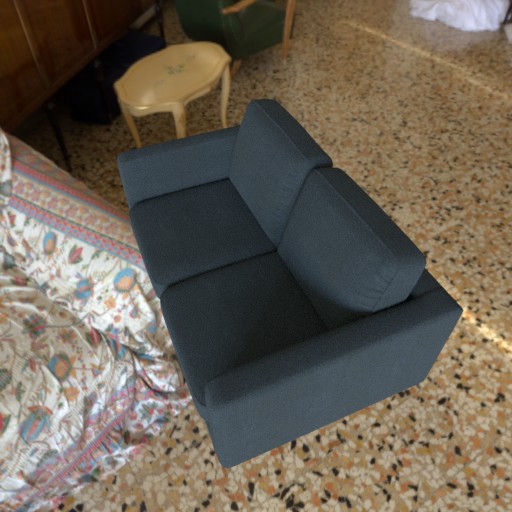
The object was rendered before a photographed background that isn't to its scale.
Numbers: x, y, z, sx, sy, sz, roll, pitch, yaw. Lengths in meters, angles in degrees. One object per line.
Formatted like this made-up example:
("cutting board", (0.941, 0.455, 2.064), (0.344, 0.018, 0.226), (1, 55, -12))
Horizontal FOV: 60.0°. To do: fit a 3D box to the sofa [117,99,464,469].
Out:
("sofa", (0.000, 0.000, 2.123), (0.999, 0.930, 1.518), (-18, 49, -16))
